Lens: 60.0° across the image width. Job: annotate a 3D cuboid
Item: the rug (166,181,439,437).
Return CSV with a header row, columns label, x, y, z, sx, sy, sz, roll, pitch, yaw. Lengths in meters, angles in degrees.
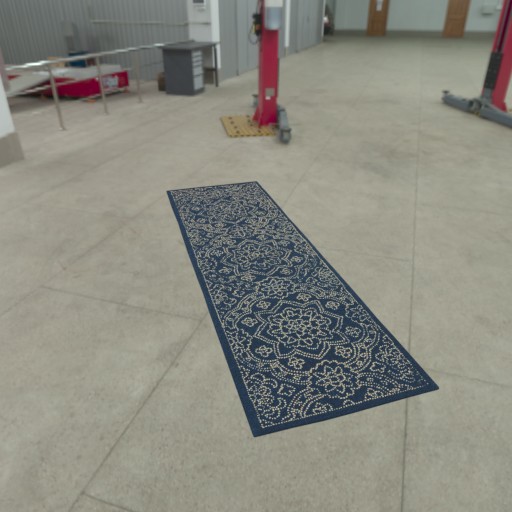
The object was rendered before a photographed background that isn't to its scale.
label,x,y,z,sx,sy,sz,roll,pitch,yaw
rug,0.000,0.000,2.655,0.769,0.012,2.448,-9,31,-15
